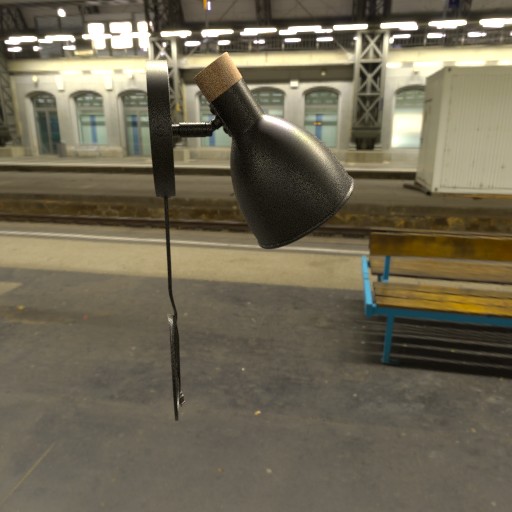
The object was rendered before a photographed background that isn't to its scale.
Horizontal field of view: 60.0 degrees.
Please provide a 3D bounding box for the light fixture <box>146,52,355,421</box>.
[{"bbox_3d":[0.000,0.000,0.477,0.203,0.401,0.127,-3,16,-10],"label":"light fixture"}]
